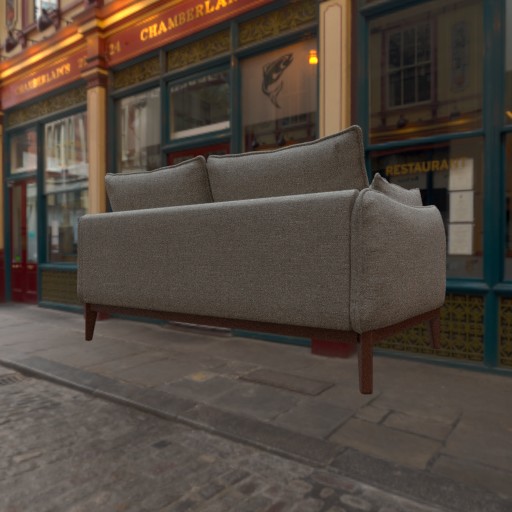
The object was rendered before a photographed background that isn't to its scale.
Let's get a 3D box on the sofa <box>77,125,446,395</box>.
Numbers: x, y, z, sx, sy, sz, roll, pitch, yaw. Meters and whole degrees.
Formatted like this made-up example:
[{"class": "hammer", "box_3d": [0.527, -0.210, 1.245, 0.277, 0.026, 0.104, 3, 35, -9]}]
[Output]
[{"class": "sofa", "box_3d": [0.000, 0.000, 2.137, 1.580, 0.851, 0.972, 0, 0, 36]}]
